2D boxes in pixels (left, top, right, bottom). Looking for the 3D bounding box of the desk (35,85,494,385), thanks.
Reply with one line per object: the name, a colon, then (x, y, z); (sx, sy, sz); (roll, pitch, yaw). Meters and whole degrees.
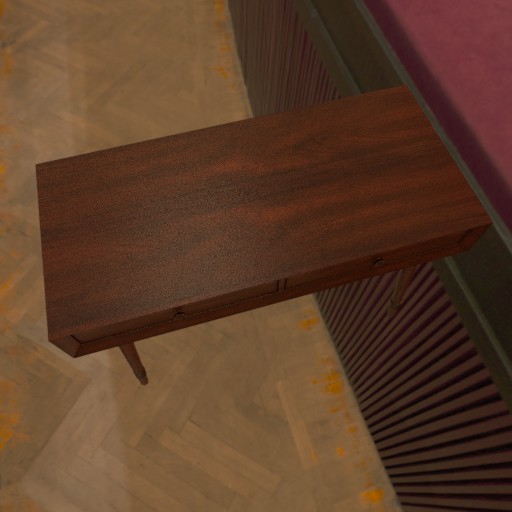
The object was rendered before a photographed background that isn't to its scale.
desk: (0.000, 0.000, 2.118); (1.577, 1.031, 0.734); (-14, 63, -7)
